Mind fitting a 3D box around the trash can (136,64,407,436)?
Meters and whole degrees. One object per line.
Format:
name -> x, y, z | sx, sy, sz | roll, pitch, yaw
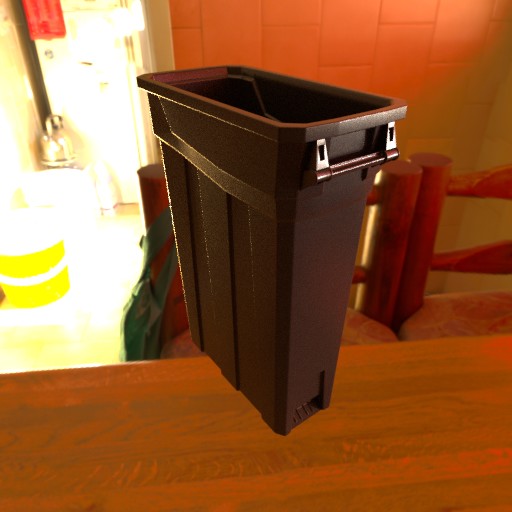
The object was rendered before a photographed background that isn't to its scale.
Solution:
trash can -> 0.000, 0.000, 1.051 | 0.281, 0.762, 0.559 | -21, 37, -31
